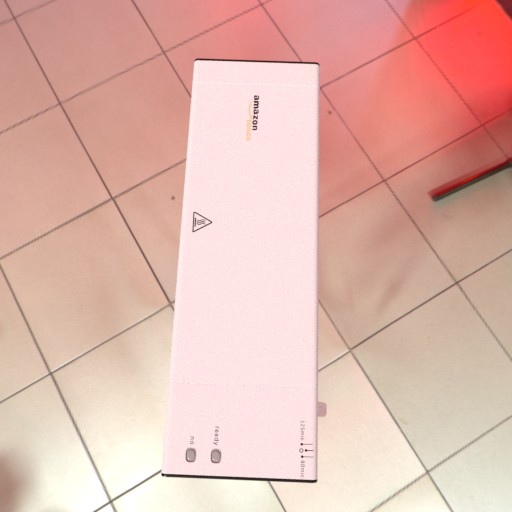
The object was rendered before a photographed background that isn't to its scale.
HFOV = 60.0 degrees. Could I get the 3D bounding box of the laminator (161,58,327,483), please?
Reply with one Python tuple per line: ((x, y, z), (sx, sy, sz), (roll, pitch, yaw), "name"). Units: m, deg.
((0.000, 0.000, 0.381), (0.123, 0.062, 0.340), (2, 77, 1), "laminator")
